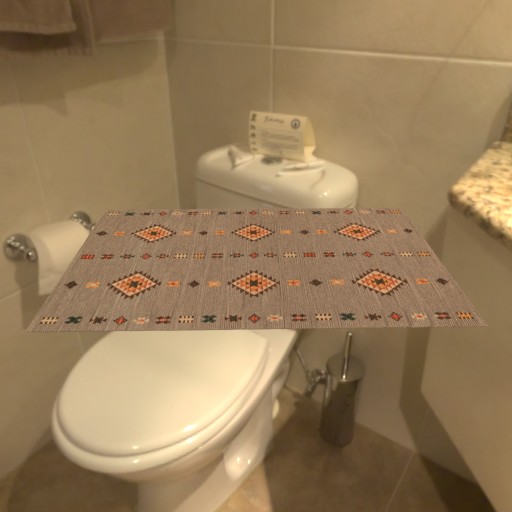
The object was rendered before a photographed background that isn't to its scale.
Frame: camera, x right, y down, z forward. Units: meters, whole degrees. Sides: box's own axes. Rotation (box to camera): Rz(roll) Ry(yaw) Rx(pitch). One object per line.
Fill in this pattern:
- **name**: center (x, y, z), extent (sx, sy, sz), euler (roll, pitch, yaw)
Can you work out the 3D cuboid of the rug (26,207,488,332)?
- **rug**: center (0.000, 0.000, 2.978), extent (2.427, 0.007, 1.515), euler (-1, 31, -1)
